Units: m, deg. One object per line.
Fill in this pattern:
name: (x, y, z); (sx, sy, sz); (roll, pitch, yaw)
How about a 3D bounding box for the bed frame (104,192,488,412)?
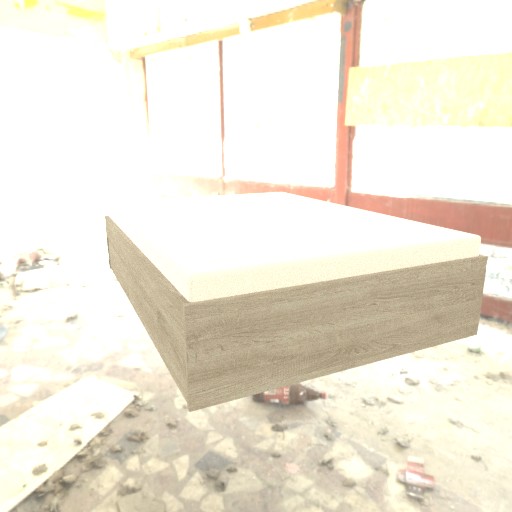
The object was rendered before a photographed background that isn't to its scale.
bed frame: (0.000, 0.000, 2.630); (1.448, 0.490, 1.944); (-7, 17, -25)
